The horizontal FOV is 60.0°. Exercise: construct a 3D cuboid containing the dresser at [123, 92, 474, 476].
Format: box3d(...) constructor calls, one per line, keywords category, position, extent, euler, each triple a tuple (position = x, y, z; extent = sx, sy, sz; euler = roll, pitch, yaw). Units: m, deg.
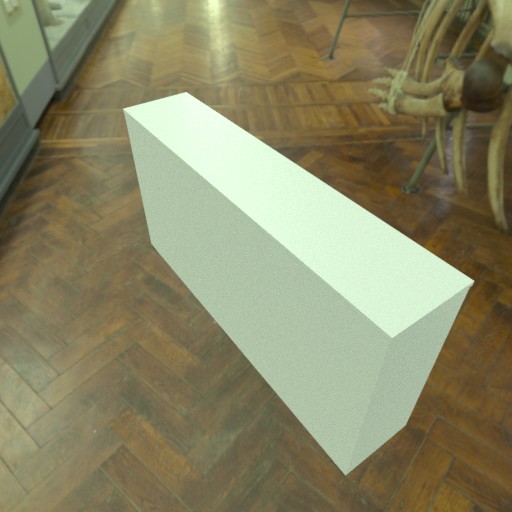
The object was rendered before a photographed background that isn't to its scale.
box3d(category="dresser", position=(0.000, 0.000, 1.818), extent=(0.333, 0.790, 1.535), euler=(-26, 48, -26))
